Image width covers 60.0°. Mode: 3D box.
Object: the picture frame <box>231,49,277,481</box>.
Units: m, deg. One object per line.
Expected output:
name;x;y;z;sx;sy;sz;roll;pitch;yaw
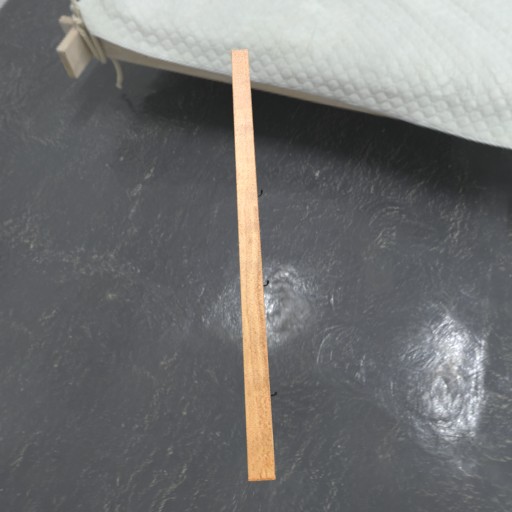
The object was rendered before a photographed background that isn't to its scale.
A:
picture frame;0.000;0.000;0.649;0.045;0.234;0.582;-3;64;-1
